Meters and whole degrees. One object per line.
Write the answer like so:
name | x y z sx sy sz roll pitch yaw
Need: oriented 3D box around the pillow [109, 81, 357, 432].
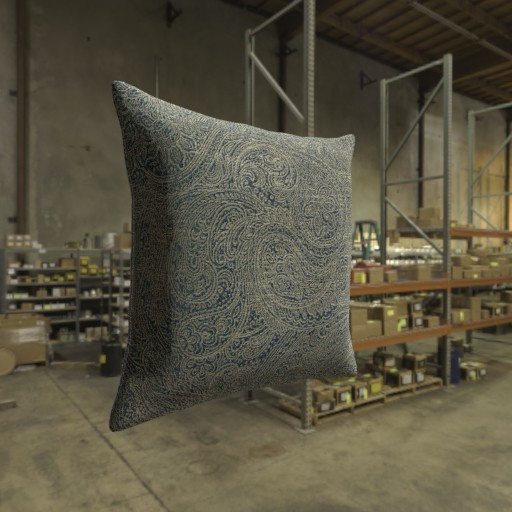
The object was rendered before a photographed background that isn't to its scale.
pillow | 0.000 0.000 0.786 0.523 0.510 0.166 0 1 -36
